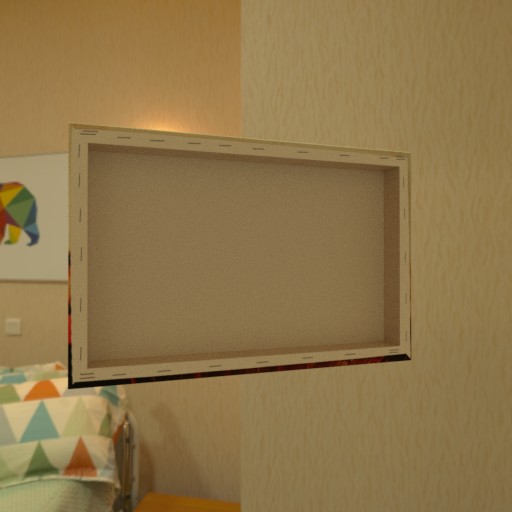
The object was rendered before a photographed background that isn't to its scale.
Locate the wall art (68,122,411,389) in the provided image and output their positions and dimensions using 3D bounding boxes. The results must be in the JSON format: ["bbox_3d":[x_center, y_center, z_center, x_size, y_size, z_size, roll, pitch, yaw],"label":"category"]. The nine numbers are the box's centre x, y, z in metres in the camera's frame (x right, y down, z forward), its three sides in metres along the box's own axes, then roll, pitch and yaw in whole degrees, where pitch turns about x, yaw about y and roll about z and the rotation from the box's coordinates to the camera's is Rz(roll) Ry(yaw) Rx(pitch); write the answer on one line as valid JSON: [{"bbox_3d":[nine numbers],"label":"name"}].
[{"bbox_3d":[0.000,0.000,0.492,0.383,0.251,0.037,0,0,-18],"label":"wall art"}]
